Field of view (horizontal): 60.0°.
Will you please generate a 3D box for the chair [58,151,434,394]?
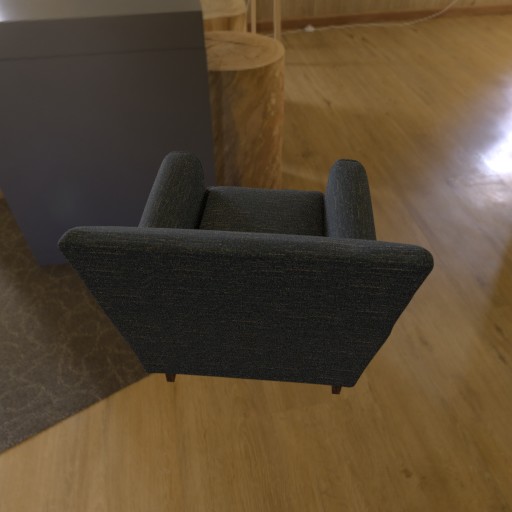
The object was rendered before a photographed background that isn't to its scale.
[{"bbox_3d":[0.000,0.000,1.619,0.864,0.928,0.873,3,46,3],"label":"chair"}]
